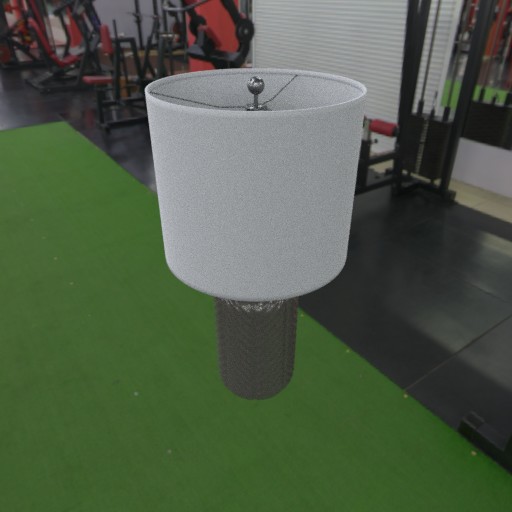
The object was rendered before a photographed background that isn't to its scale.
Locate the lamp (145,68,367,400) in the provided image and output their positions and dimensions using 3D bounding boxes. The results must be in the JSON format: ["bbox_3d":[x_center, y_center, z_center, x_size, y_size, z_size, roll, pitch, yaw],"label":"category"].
[{"bbox_3d":[0.000,0.000,0.512,0.203,0.389,0.203,-18,36,-27],"label":"lamp"}]
